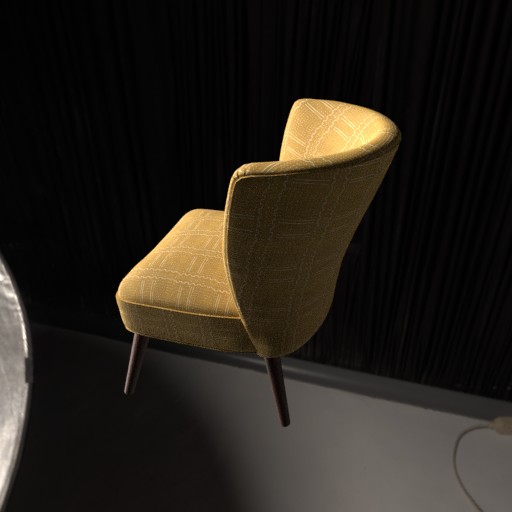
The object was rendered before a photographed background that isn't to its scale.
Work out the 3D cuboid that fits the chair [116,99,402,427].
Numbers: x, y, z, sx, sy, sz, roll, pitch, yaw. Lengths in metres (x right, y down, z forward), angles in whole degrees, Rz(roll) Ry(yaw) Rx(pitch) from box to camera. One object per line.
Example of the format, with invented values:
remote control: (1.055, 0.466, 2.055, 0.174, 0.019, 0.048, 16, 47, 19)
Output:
chair: (0.000, 0.000, 1.412, 0.758, 0.866, 0.706, 8, 33, 13)
